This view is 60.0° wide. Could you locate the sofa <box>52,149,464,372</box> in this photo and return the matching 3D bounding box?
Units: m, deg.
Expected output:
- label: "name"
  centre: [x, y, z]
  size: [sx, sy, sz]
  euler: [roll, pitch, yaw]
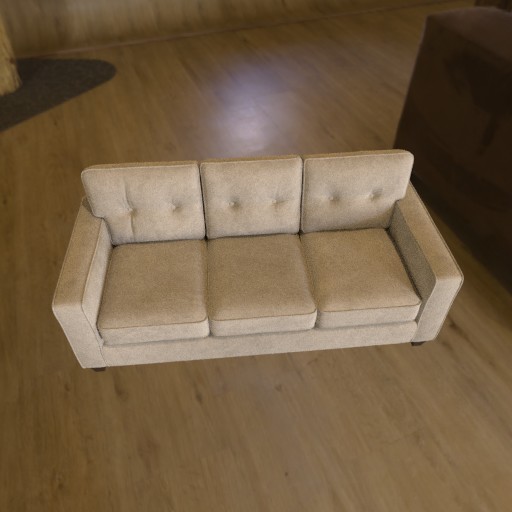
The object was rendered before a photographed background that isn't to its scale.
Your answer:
- label: "sofa"
  centre: [0.000, 0.000, 2.673]
  size: [2.133, 0.965, 0.939]
  euler: [-4, 45, -4]
